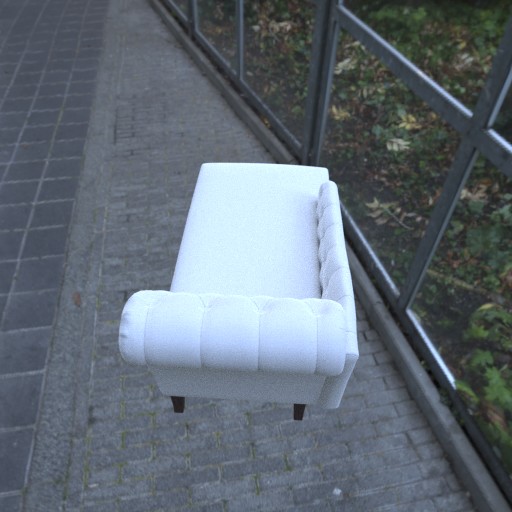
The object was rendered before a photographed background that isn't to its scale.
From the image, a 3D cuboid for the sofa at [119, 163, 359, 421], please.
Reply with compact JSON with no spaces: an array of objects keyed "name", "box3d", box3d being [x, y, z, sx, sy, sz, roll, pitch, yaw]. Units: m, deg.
[{"name":"sofa","box3d":[0.000,0.000,1.840,0.675,0.787,1.379,3,46,3]}]
